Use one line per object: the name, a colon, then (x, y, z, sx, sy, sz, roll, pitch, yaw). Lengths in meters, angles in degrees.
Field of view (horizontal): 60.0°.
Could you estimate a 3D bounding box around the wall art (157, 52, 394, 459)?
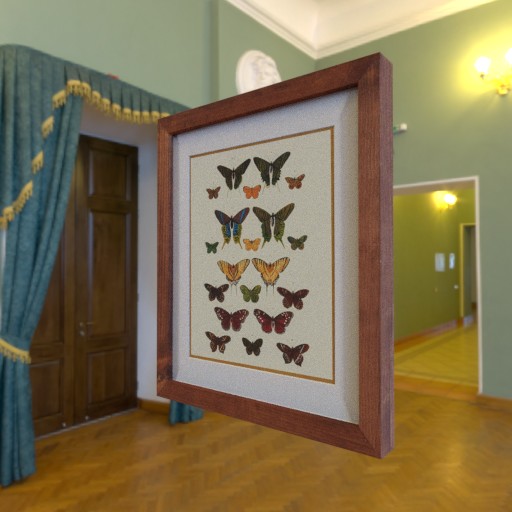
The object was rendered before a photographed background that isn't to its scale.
wall art: (0.000, 0.000, 0.619, 0.377, 0.449, 0.039, -1, -1, 38)
